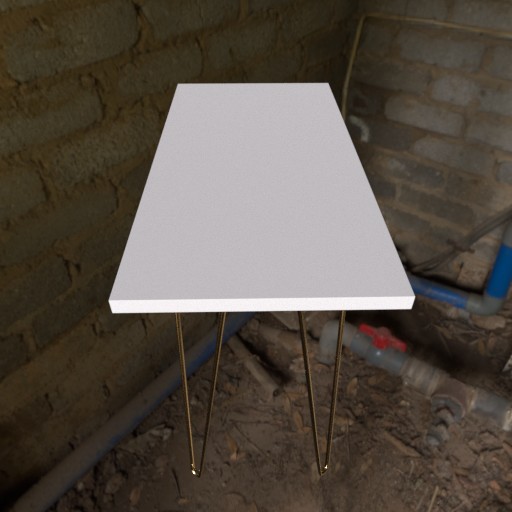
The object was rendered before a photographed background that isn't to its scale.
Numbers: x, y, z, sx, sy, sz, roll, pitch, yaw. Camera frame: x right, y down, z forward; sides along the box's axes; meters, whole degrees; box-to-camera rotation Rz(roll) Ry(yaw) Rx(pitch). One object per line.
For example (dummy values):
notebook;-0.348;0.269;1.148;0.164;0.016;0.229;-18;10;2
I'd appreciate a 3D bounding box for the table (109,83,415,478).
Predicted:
table;0.000;0.000;1.305;0.498;0.660;0.991;-1;40;-1
